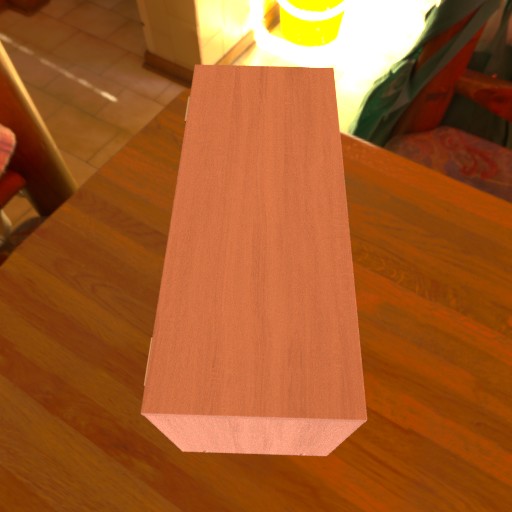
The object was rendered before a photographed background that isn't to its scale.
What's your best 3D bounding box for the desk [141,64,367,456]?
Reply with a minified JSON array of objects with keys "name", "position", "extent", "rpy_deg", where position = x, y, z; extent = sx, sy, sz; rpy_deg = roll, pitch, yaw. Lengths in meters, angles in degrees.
[{"name":"desk","position":[0.000,0.000,1.790],"extent":[0.600,0.740,1.390],"rpy_deg":[1,59,1]}]
